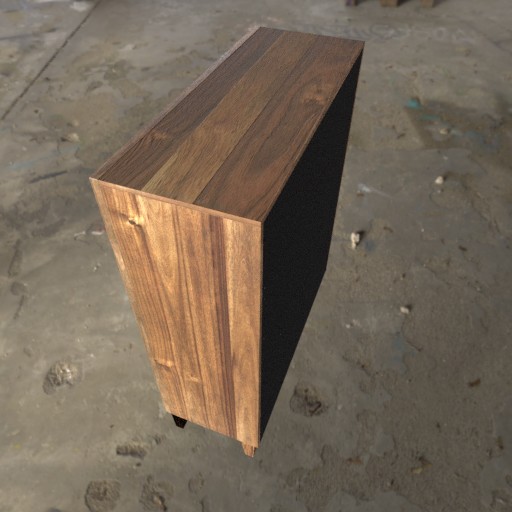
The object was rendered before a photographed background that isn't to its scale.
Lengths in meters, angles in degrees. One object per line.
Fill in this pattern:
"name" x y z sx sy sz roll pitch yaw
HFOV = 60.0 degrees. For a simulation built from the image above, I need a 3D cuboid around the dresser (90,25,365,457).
"dresser" 0.000 0.000 1.825 0.442 1.393 1.062 16 48 15
